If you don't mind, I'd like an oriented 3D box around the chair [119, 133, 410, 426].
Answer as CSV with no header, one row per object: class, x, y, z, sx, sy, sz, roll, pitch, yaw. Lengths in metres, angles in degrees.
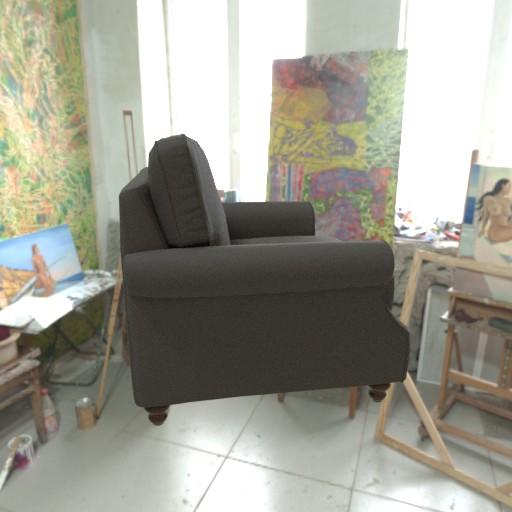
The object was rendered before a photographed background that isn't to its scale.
chair,0.000,0.000,1.811,0.966,0.967,1.029,-3,16,-9
